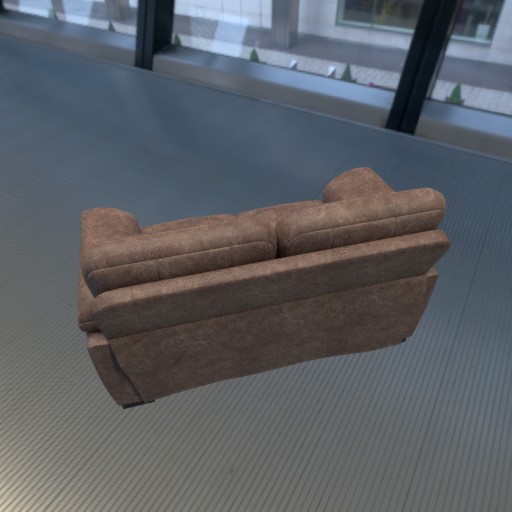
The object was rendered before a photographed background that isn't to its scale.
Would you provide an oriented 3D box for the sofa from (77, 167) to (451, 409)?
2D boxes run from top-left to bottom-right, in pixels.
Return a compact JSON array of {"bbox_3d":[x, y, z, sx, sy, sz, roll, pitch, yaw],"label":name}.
[{"bbox_3d":[0.000,0.000,2.345,1.753,0.991,0.991,-10,42,-12],"label":"sofa"}]
